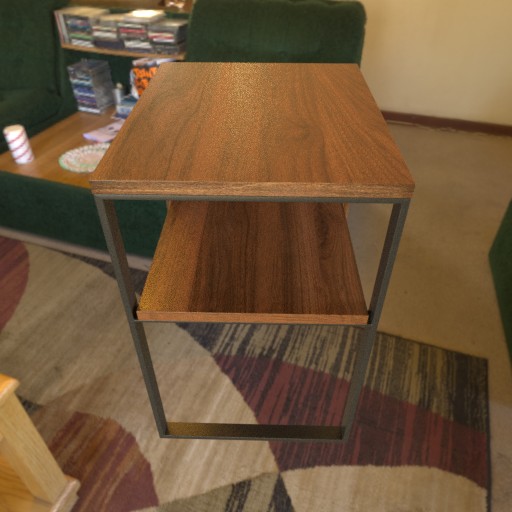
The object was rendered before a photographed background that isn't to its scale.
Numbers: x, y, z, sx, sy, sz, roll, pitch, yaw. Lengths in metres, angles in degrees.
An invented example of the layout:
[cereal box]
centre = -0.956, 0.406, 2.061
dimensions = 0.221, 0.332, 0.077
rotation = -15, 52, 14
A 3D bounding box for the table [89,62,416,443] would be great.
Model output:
[table]
centre = 0.000, 0.000, 1.525
dimensions = 0.660, 1.041, 0.786
rotation = 1, 40, 1
